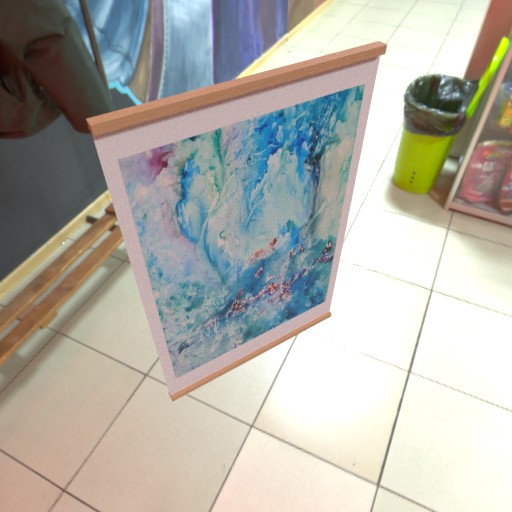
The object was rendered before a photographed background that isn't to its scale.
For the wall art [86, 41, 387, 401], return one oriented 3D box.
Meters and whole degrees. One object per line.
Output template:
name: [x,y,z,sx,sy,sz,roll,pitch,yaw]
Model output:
wall art: [0.000,0.000,1.841,0.991,1.510,0.040,-24,51,-21]
